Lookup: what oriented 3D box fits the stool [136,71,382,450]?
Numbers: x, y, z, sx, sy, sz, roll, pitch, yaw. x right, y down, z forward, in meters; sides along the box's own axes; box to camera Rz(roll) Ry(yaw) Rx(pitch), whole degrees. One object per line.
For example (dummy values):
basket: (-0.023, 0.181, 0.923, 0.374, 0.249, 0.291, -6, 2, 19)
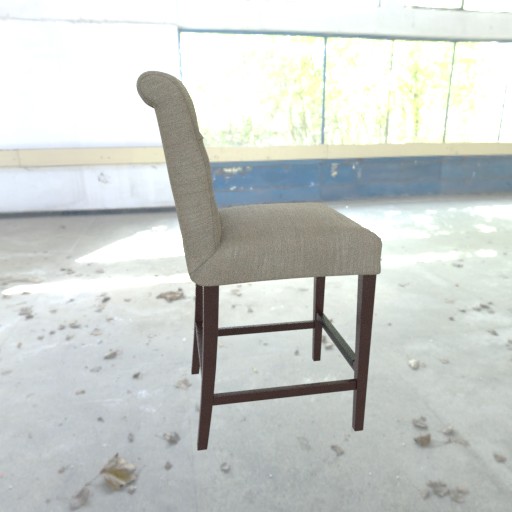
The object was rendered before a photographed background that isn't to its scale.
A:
stool: (0.000, 0.000, 1.447, 0.660, 1.084, 0.486, -3, 18, -10)
